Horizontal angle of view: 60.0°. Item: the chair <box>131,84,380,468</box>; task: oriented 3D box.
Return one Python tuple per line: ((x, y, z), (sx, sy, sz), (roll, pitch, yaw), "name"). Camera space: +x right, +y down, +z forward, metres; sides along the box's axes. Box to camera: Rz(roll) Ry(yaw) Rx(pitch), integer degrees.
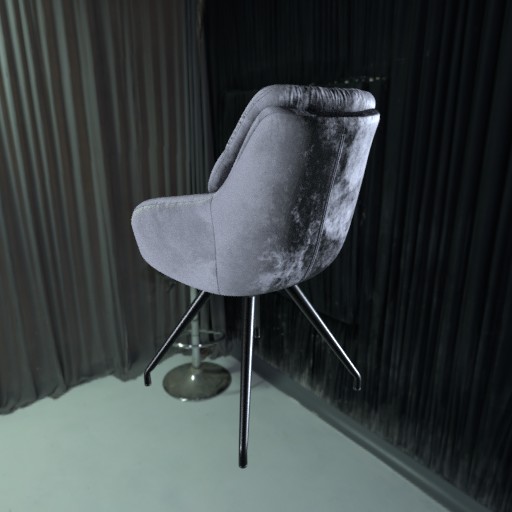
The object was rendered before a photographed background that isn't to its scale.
((0.000, 0.000, 1.267), (0.579, 0.888, 0.569), (-16, 23, -40), "chair")
